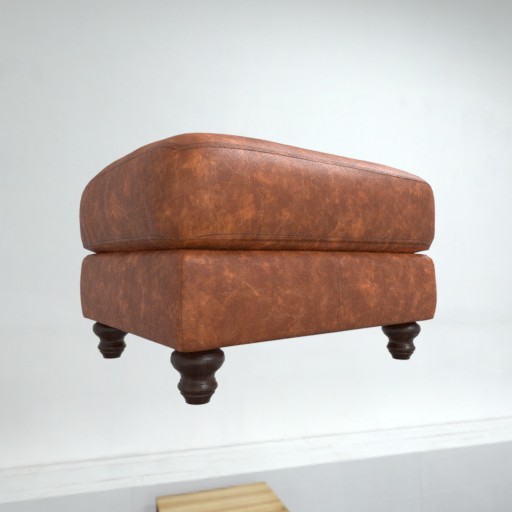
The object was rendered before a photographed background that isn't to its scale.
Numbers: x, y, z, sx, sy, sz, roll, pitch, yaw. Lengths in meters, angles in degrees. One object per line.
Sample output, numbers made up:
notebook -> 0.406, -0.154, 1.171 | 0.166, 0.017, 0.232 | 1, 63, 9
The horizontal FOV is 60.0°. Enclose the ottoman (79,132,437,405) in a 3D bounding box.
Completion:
ottoman -> 0.000, 0.000, 1.232 | 0.832, 0.562, 0.657 | 1, -1, -37
